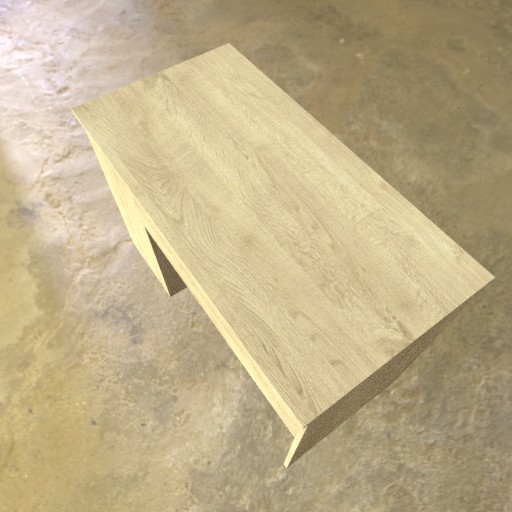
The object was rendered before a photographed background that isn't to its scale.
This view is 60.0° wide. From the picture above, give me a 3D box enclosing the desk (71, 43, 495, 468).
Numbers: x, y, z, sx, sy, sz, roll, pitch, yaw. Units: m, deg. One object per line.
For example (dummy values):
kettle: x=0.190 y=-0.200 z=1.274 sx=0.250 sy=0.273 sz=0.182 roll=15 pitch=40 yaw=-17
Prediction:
desk: x=0.000 y=0.000 z=1.473 sx=0.560 sy=0.735 sz=1.097 roll=-31 pitch=63 yaw=-18
